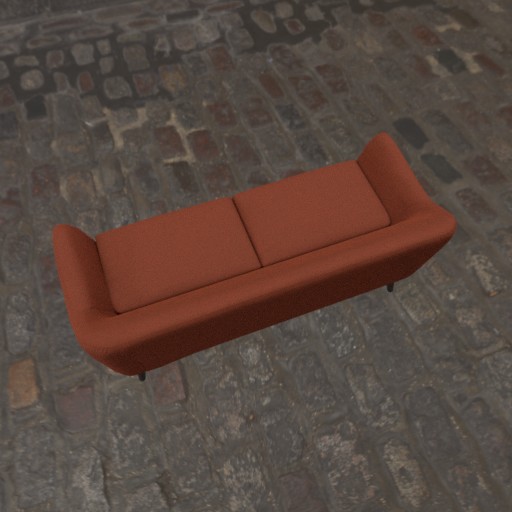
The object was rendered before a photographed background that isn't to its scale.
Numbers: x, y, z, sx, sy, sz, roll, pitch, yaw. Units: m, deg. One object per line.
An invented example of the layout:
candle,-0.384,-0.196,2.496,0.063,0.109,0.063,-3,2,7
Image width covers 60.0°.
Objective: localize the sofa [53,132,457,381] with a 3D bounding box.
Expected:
sofa,0.000,0.000,2.272,1.840,0.836,0.820,-18,61,-10
